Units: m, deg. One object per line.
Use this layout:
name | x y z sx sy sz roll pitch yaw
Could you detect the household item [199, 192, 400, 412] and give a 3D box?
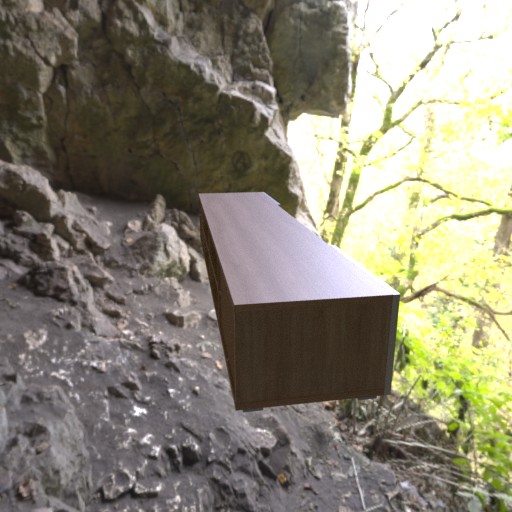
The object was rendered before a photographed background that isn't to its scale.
household item | 0.000 0.000 1.997 0.420 0.310 1.850 -3 16 -9
